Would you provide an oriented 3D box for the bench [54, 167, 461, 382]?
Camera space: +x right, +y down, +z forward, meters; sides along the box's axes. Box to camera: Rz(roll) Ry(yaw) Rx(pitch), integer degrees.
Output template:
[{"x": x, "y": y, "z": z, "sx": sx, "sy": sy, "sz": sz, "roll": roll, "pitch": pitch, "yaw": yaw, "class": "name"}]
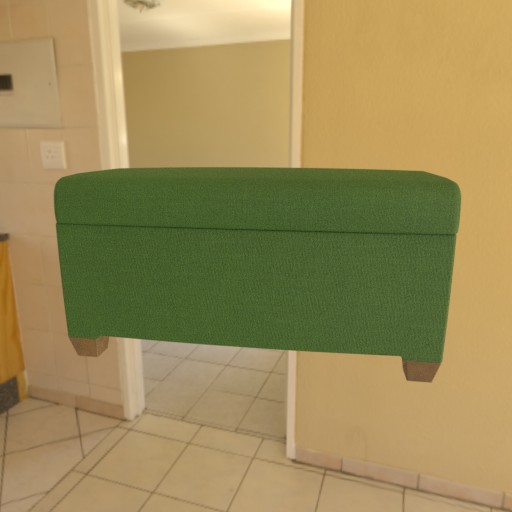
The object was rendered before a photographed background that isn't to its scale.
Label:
[{"x": 0.000, "y": 0.000, "z": 1.292, "sx": 0.989, "sy": 0.501, "sz": 0.505, "roll": 2, "pitch": 14, "yaw": 9, "class": "bench"}]
